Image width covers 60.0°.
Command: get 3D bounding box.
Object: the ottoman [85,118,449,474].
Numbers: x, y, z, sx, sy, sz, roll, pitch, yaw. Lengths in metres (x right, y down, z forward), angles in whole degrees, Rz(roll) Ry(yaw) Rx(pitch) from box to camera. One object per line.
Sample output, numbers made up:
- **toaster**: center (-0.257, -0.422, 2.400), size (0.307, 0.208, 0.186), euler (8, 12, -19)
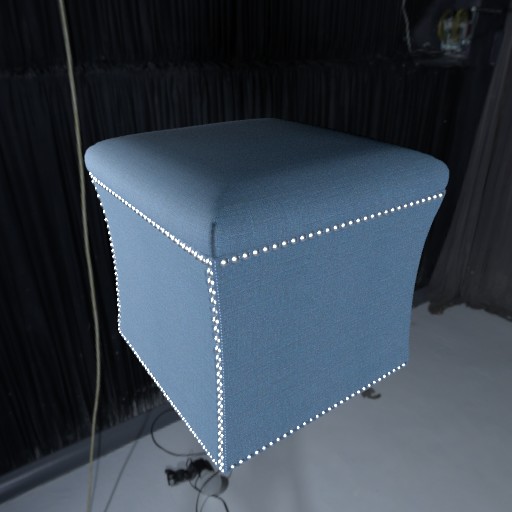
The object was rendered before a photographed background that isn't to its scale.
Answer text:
- **ottoman**: center (0.000, 0.000, 0.896), size (0.497, 0.475, 0.507), euler (-17, 31, -31)
